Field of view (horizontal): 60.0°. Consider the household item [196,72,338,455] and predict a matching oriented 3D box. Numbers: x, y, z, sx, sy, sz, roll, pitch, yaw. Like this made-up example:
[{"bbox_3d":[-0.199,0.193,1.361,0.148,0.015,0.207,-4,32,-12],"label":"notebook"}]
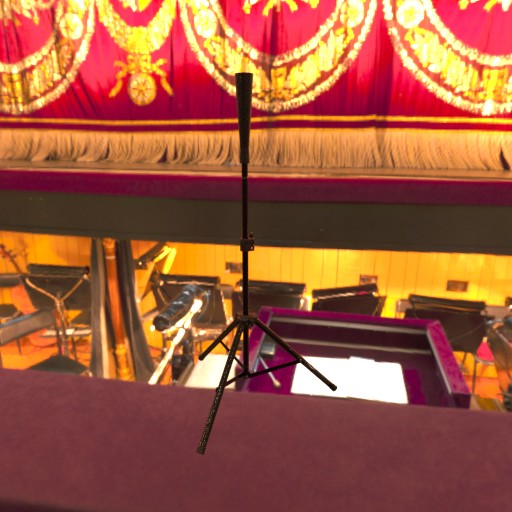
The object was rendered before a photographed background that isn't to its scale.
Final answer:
[{"bbox_3d":[0.000,0.000,1.379,0.559,1.067,0.559,2,16,8],"label":"household item"}]
